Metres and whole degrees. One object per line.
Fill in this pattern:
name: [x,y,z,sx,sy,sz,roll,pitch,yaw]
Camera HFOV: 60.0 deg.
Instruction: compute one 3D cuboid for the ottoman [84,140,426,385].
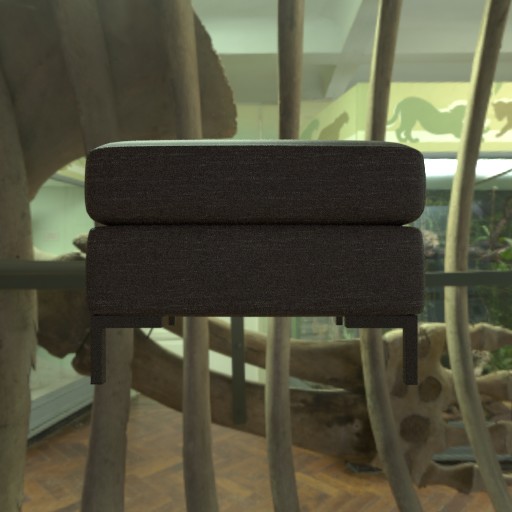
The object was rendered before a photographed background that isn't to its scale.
ottoman: [0.000,0.000,1.221,0.671,0.490,0.820,0,0,0]
